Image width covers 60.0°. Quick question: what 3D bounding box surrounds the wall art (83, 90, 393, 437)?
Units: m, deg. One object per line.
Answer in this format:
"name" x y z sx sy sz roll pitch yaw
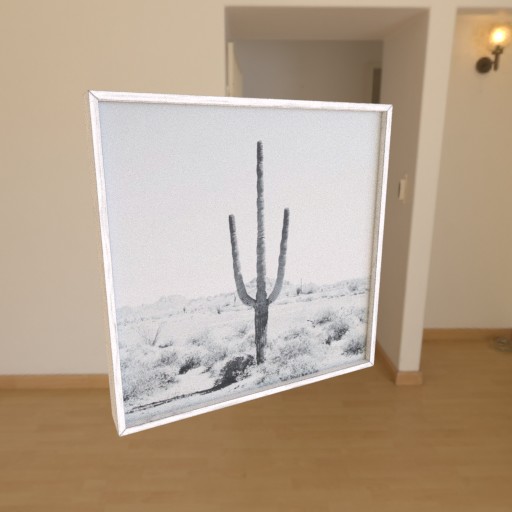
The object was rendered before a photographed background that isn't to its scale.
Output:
"wall art" 0.000 0.000 0.458 0.305 0.305 0.038 -7 16 -26
